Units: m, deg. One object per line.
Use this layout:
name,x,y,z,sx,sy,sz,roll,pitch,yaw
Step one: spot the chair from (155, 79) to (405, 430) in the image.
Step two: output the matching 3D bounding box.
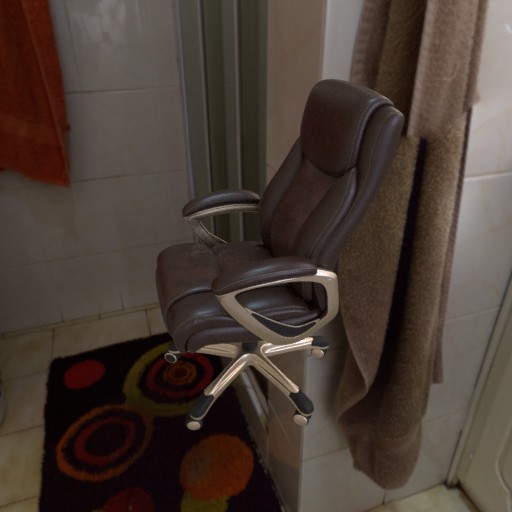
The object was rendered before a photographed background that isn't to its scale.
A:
chair,0.000,0.000,1.658,0.749,1.194,0.692,-9,31,-15
